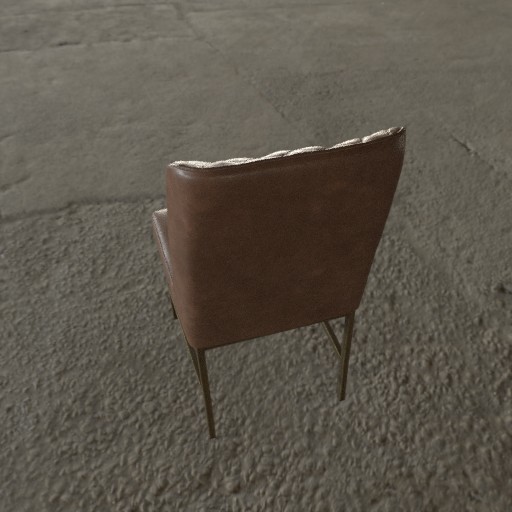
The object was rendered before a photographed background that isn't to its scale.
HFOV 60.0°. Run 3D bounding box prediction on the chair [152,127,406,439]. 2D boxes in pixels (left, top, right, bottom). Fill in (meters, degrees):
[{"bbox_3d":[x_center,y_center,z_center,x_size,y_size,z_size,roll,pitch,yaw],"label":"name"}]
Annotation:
[{"bbox_3d":[0.000,0.000,1.223,0.508,0.889,0.587,-11,41,-13],"label":"chair"}]
